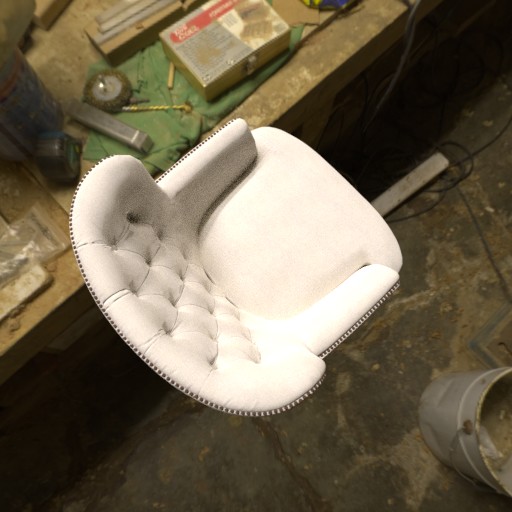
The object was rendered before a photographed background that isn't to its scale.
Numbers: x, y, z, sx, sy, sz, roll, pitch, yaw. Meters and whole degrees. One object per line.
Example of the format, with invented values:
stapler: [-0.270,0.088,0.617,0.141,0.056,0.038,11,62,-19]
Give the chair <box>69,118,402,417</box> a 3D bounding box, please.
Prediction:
chair: [0.000,0.000,1.557,0.906,0.868,0.848,-41,79,-10]
